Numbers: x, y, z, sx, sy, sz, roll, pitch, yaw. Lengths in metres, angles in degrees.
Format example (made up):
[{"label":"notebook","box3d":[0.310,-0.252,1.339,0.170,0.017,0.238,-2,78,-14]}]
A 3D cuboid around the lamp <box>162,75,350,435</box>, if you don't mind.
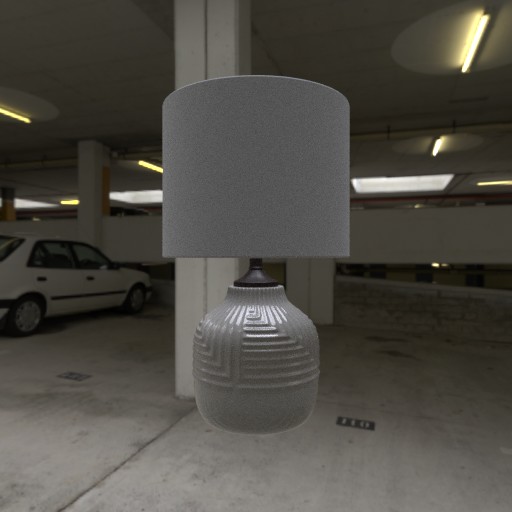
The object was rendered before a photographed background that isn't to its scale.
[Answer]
[{"label":"lamp","box3d":[0.000,0.000,0.769,0.318,0.567,0.318,0,0,0]}]
